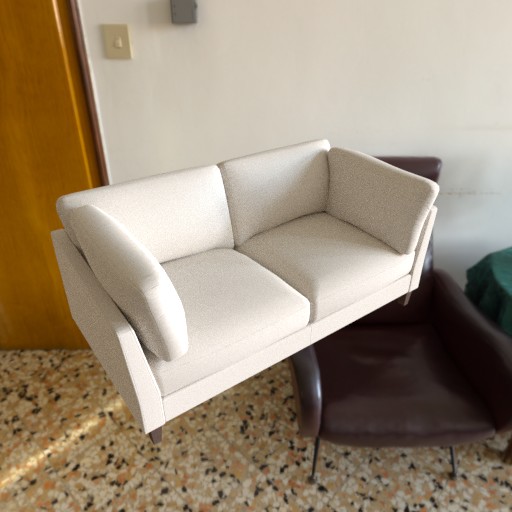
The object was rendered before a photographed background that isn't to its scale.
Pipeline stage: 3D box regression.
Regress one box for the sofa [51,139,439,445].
[{"bbox_3d":[0.000,0.000,2.313,1.776,0.836,0.970,-20,35,-31],"label":"sofa"}]
